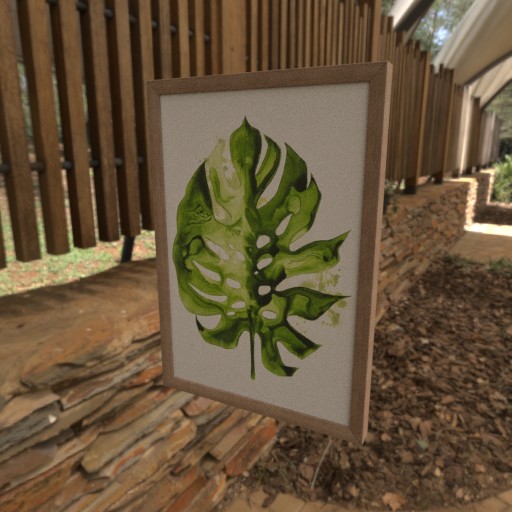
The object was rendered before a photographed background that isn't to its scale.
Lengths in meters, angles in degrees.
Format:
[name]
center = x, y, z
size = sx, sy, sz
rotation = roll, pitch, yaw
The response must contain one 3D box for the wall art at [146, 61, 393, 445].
[wall art]
center = 0.000, 0.000, 0.662
size = 0.356, 0.509, 0.031
rotation = 7, 16, 26
